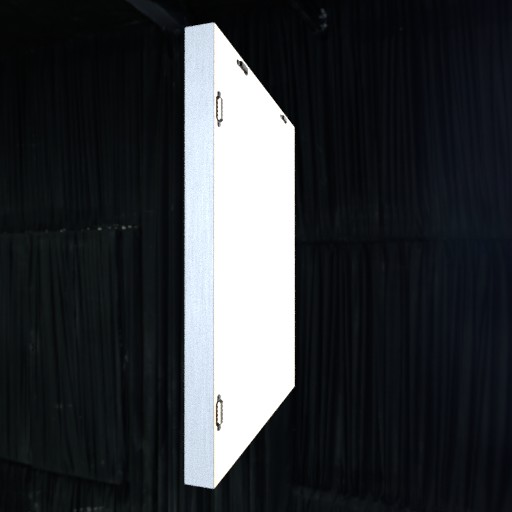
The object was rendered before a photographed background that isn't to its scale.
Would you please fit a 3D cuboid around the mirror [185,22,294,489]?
[{"bbox_3d":[0.000,0.000,0.681,0.041,0.509,0.406,0,0,17],"label":"mirror"}]
